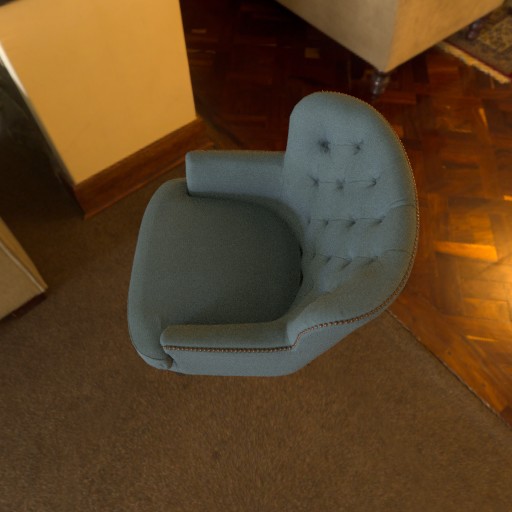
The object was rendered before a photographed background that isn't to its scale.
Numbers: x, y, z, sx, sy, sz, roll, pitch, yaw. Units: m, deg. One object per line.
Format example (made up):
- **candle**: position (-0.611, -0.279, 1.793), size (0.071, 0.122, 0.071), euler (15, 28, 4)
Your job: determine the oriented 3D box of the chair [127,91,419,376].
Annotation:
- **chair**: position (0.000, 0.000, 1.610), size (0.906, 0.868, 0.848), euler (1, 59, 1)
